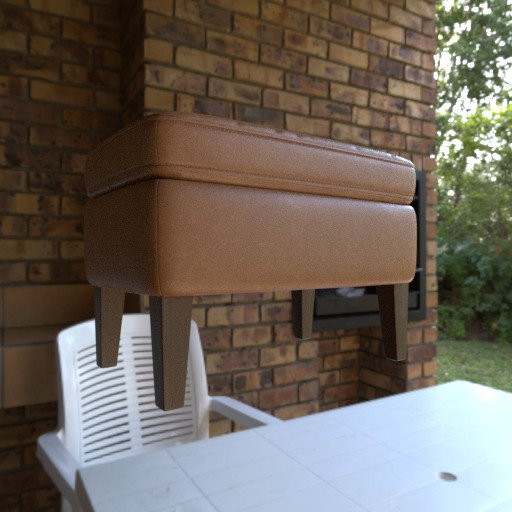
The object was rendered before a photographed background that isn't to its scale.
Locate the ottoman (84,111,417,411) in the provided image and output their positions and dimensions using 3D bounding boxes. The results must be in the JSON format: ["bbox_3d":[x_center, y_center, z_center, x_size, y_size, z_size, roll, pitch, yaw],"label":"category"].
[{"bbox_3d":[0.000,0.000,0.987,0.670,0.480,0.420,0,0,-36],"label":"ottoman"}]
